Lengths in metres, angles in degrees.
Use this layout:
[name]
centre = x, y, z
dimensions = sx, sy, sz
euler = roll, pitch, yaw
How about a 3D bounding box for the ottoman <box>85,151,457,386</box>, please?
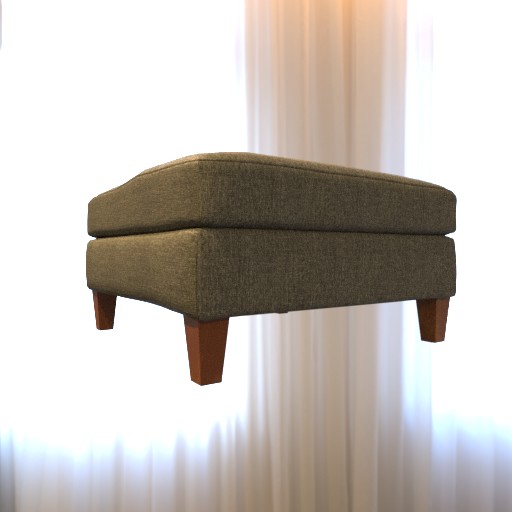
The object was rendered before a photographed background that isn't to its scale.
[ottoman]
centre = 0.000, 0.000, 1.354
dimensions = 0.838, 0.481, 0.838
euler = 0, 0, -34
